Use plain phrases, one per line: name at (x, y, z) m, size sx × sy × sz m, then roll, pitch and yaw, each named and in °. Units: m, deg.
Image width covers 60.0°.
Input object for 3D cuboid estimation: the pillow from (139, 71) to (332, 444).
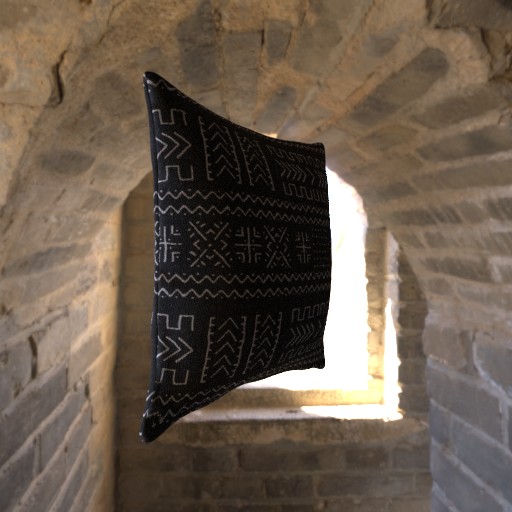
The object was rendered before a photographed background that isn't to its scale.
pillow at (0.000, 0.000, 0.671) m, size 0.164 × 0.430 × 0.438 m, roll 0°, pitch 0°, yaw 36°
